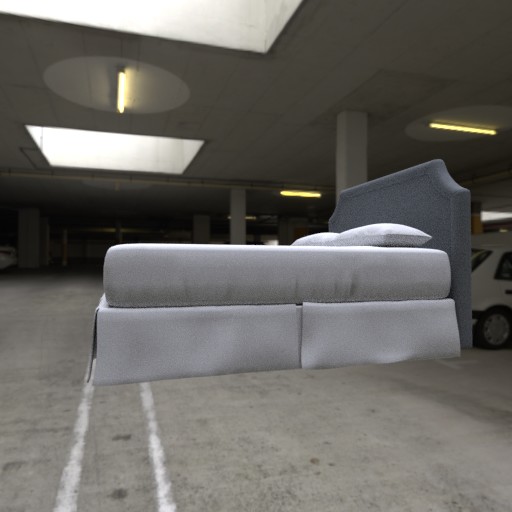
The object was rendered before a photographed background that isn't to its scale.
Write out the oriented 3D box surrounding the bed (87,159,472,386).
[{"bbox_3d":[0.000,0.000,3.264,2.259,1.296,1.811,0,-2,-18],"label":"bed"}]
